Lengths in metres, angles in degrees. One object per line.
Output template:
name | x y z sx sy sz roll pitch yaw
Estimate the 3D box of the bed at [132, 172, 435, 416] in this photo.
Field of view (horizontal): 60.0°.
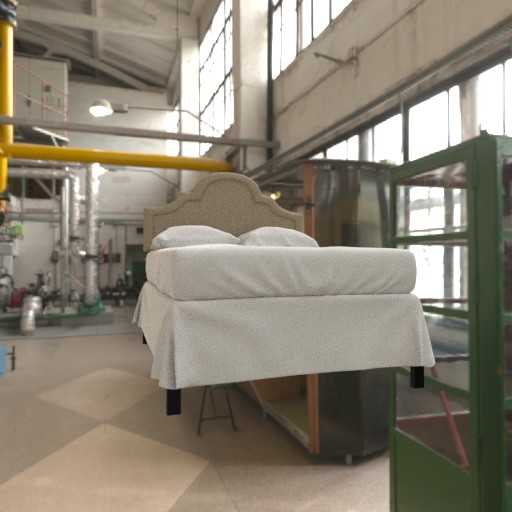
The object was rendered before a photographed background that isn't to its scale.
bed | 0.000 0.000 3.456 1.780 1.634 2.222 0 0 -18
